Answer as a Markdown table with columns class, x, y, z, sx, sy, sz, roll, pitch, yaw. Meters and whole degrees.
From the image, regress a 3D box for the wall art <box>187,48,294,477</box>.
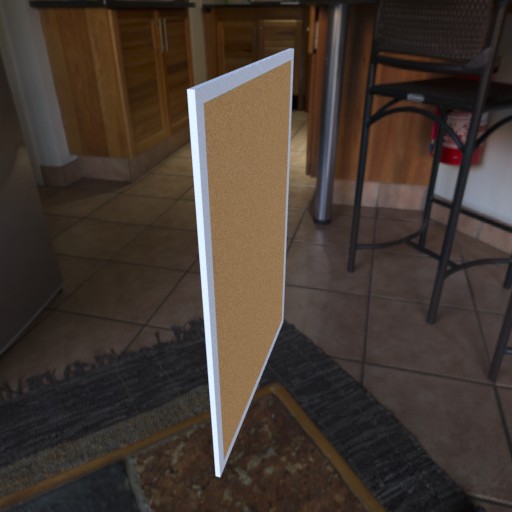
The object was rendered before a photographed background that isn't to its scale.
| class | x | y | z | sx | sy | sz | roll | pitch | yaw |
| --- | --- | --- | --- | --- | --- | --- | --- | --- | --- |
| wall art | 0.000 | 0.000 | 1.169 | 0.013 | 0.940 | 0.659 | 9 | 31 | 15 |
